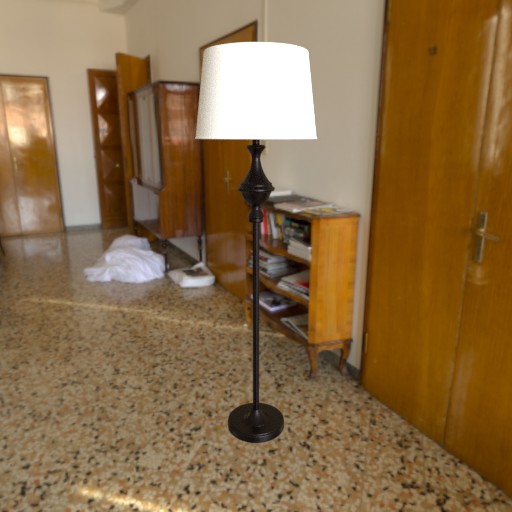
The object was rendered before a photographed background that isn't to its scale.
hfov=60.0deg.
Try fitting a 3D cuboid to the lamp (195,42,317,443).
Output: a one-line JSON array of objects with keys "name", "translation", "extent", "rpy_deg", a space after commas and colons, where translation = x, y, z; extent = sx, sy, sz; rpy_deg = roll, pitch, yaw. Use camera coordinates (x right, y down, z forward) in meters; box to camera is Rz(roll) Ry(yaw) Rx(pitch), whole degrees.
[{"name": "lamp", "translation": [0.000, 0.000, 1.692], "extent": [0.431, 1.484, 0.431], "rpy_deg": [0, 15, 0]}]
